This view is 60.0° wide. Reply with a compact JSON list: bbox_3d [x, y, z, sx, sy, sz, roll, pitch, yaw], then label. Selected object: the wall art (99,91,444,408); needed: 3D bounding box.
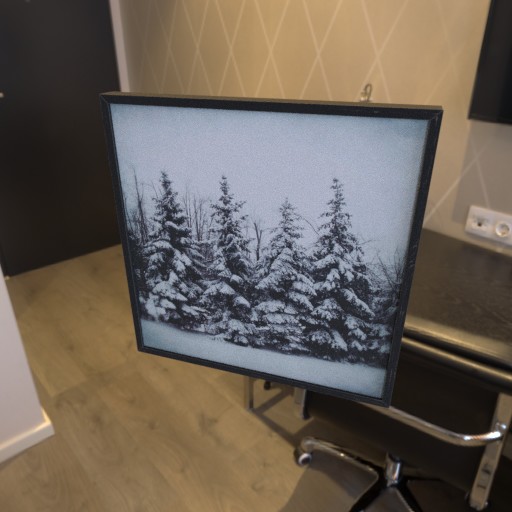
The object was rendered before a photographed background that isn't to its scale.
[{"bbox_3d":[0.000,0.000,0.753,0.506,0.506,0.036,8,28,16],"label":"wall art"}]
